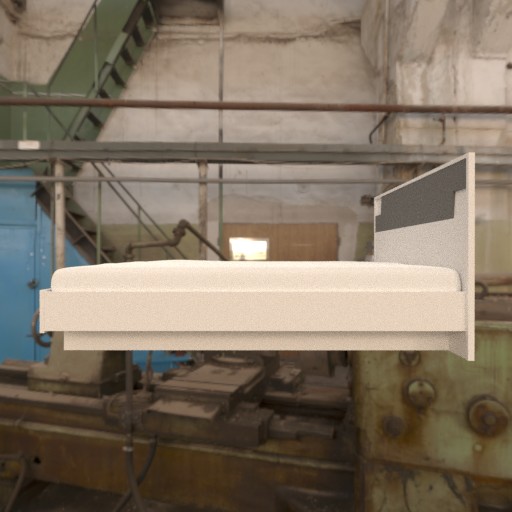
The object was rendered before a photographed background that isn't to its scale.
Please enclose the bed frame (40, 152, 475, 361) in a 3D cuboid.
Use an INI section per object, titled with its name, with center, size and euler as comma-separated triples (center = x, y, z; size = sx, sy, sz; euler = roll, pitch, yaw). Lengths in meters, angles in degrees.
[bed frame]
center = 0.000, 0.000, 2.982
size = 2.100, 1.001, 1.711
euler = 0, 0, 0
